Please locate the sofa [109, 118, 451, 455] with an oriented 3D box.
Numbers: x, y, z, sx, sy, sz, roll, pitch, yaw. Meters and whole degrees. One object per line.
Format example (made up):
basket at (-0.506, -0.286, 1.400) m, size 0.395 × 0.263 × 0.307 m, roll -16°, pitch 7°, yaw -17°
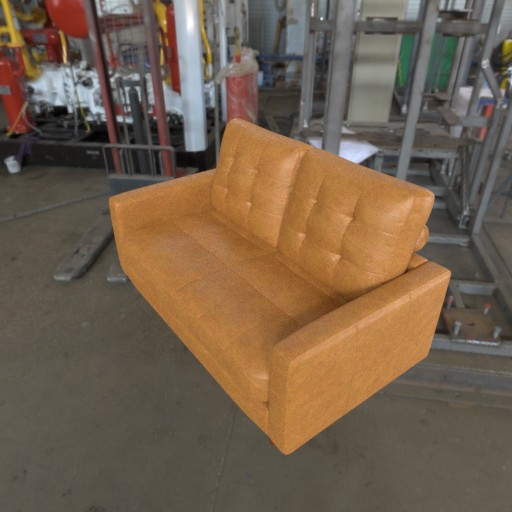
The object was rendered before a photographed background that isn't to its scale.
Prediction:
sofa at (0.000, 0.000, 1.999) m, size 0.868 × 0.898 × 1.430 m, roll -22°, pitch 38°, yaw -30°
